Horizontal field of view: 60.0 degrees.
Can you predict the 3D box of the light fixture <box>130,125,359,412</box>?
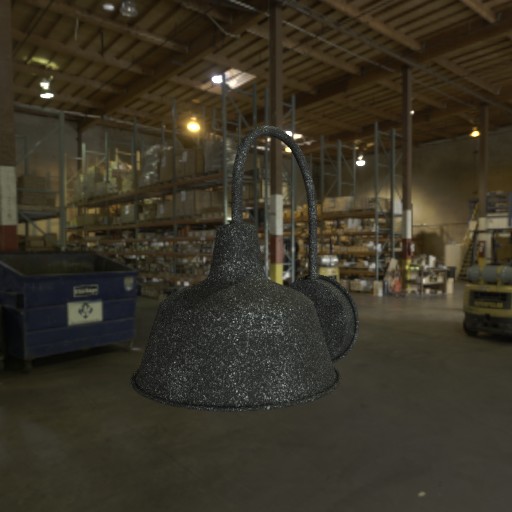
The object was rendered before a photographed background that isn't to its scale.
[{"bbox_3d":[0.000,0.000,0.491,0.216,0.300,0.283,1,1,36],"label":"light fixture"}]
